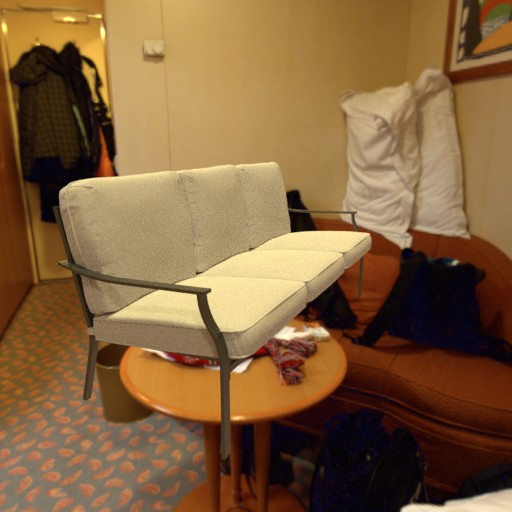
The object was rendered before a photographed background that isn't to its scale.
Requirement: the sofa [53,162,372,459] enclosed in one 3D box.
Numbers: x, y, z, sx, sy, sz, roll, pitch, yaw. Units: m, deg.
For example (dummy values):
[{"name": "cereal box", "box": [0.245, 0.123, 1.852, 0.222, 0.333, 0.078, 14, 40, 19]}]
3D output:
[{"name": "sofa", "box": [0.000, 0.000, 2.197, 0.787, 0.860, 1.740, 7, 16, 26]}]
